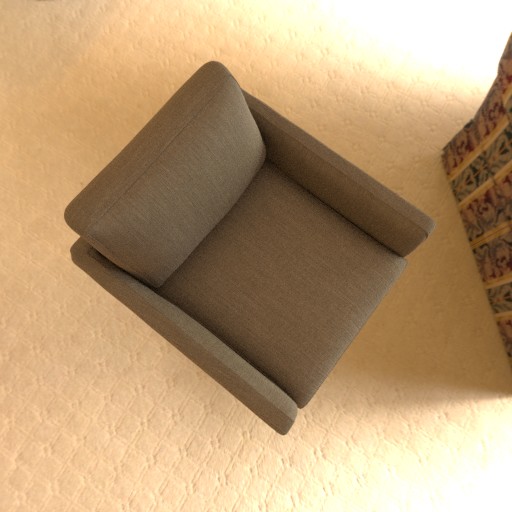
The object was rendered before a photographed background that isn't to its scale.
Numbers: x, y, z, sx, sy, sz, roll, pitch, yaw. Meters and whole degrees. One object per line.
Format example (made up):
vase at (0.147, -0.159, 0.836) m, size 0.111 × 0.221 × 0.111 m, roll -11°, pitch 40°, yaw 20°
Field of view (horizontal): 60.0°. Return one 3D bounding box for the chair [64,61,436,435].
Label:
chair at (0.000, 0.000, 1.468) m, size 0.834 × 0.811 × 0.763 m, roll 37°, pitch 79°, yaw 9°
